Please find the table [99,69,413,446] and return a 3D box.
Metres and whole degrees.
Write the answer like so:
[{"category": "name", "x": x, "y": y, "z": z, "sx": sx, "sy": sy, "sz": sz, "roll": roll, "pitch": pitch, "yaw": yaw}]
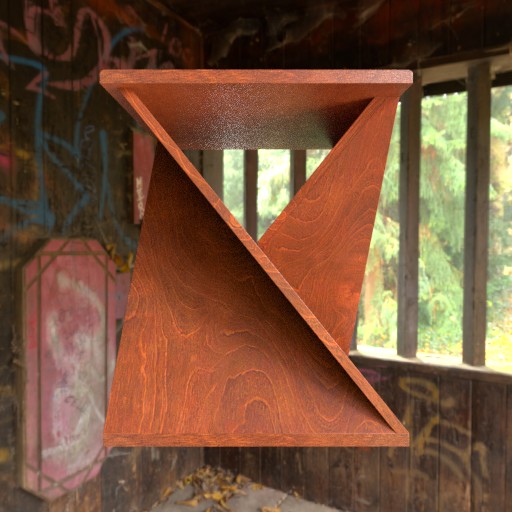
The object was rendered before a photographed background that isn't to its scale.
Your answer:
[{"category": "table", "x": 0.000, "y": 0.000, "z": 0.825, "sx": 0.427, "sy": 0.520, "sz": 0.427, "roll": 0, "pitch": 2, "yaw": 0}]
